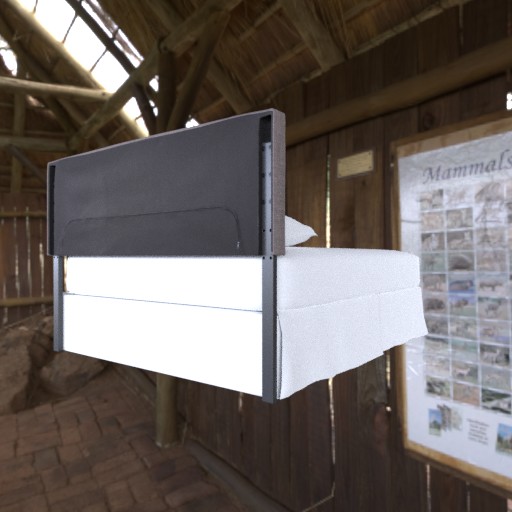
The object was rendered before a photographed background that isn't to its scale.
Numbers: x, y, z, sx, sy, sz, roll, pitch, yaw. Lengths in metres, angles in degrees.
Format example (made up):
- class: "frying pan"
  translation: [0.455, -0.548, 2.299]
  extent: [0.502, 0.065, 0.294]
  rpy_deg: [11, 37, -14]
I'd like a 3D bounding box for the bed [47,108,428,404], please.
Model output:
- class: "bed"
  translation: [0.000, 0.000, 2.813]
  extent: [1.610, 1.089, 1.894]
  rpy_deg: [0, 0, 37]
